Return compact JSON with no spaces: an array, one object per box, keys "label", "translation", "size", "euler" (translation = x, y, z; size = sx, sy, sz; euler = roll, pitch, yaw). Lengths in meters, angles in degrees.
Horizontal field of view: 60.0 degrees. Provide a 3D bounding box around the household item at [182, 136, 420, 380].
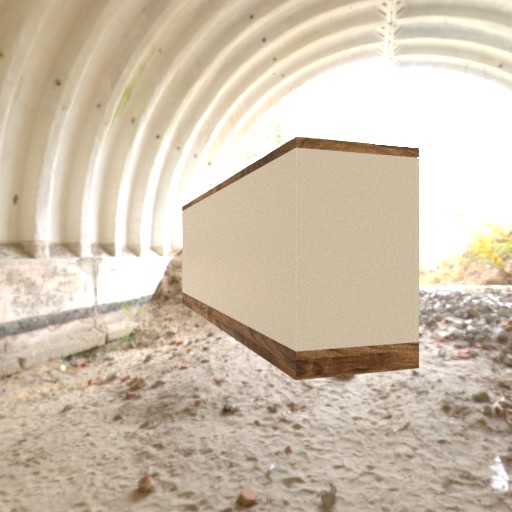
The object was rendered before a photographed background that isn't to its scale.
[{"label":"household item","translation":[0.000,0.000,2.031],"size":[0.390,0.615,1.800],"euler":[0,0,-18]}]
